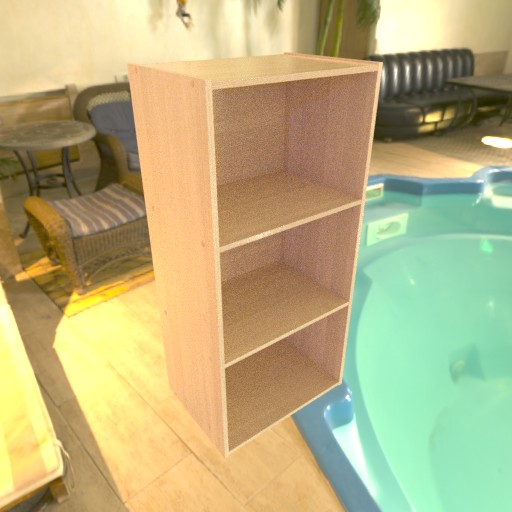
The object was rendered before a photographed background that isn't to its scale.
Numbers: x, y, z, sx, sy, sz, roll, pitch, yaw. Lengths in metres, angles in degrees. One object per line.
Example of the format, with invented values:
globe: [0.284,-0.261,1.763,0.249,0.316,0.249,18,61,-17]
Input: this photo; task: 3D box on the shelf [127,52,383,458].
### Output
shelf: [0.000,0.000,1.091,0.417,0.876,0.292,-20,35,-32]
